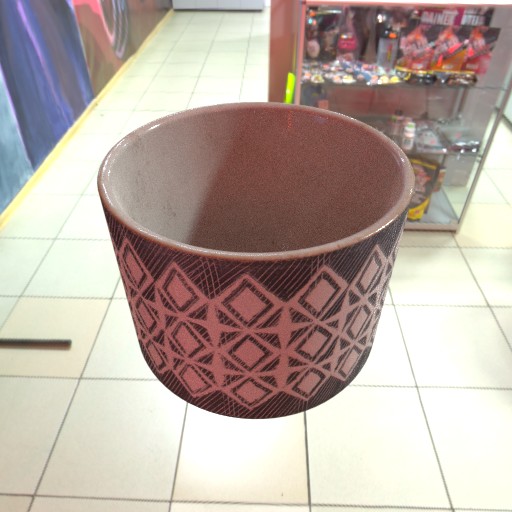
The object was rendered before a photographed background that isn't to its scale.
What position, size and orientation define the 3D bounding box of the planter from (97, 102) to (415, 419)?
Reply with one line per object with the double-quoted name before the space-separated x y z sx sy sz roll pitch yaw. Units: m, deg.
"planter" 0.000 0.000 0.216 0.126 0.104 0.126 0 40 0
